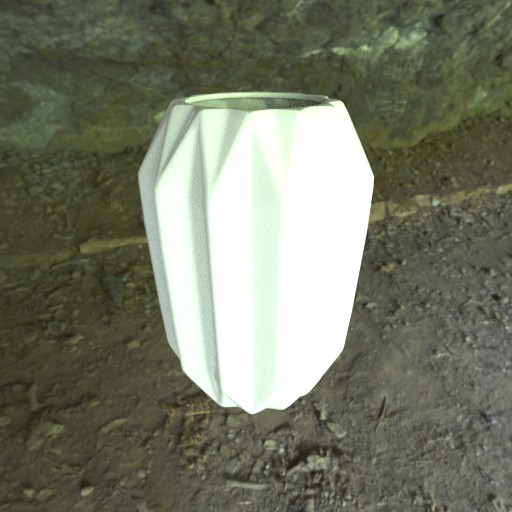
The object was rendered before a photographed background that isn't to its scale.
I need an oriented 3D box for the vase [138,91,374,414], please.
[{"bbox_3d":[0.000,0.000,0.410,0.195,0.275,0.195,0,26,0],"label":"vase"}]
